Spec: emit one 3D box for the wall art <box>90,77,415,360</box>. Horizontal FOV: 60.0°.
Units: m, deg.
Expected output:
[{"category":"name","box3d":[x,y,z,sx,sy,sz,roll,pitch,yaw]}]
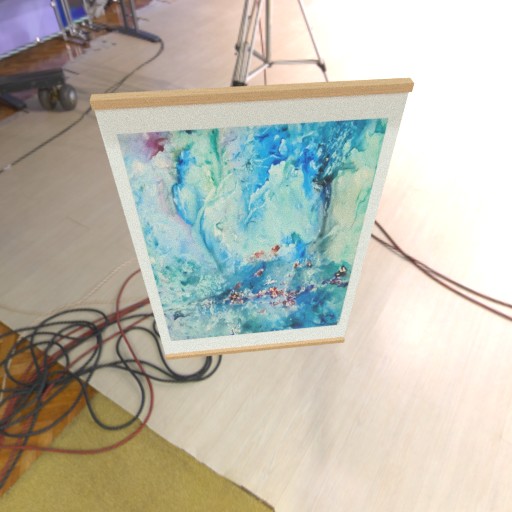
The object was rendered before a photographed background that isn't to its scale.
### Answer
[{"category":"wall art","box3d":[0.000,0.000,0.774,0.401,0.611,0.016,-5,47,-4]}]
